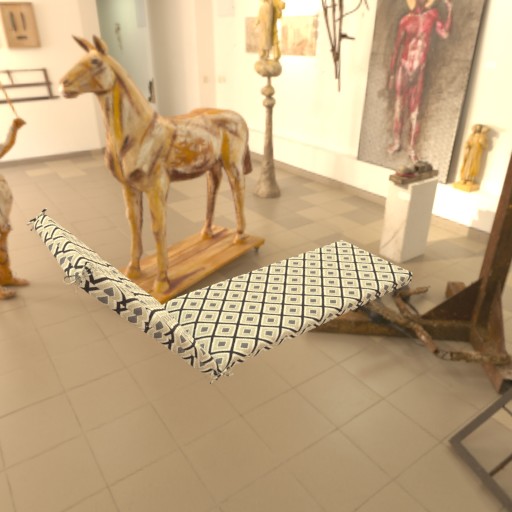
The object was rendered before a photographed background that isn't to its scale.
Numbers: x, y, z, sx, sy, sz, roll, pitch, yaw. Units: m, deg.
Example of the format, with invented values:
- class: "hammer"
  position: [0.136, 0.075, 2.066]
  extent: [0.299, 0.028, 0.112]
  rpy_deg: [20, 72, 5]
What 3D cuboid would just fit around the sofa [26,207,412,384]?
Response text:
- class: "sofa"
  position: [0.000, 0.000, 1.951]
  extent: [1.663, 0.622, 0.582]
  rpy_deg: [-18, 32, -32]
